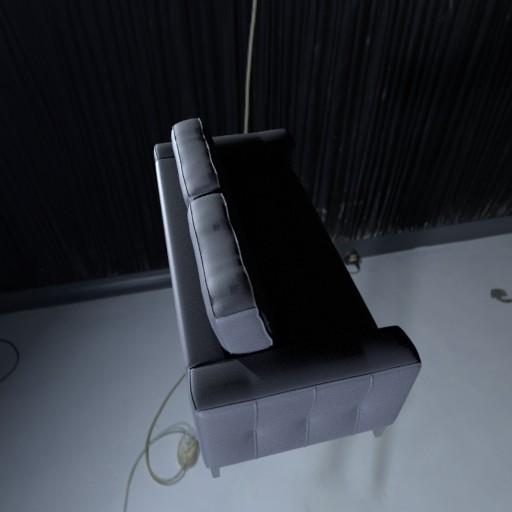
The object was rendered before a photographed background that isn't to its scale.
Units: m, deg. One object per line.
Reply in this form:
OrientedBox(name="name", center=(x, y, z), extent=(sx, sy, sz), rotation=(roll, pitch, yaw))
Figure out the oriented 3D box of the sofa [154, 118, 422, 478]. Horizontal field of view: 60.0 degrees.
OrientedBox(name="sofa", center=(0.000, 0.000, 2.193), extent=(0.833, 0.893, 1.726), rotation=(-10, 46, -10))
